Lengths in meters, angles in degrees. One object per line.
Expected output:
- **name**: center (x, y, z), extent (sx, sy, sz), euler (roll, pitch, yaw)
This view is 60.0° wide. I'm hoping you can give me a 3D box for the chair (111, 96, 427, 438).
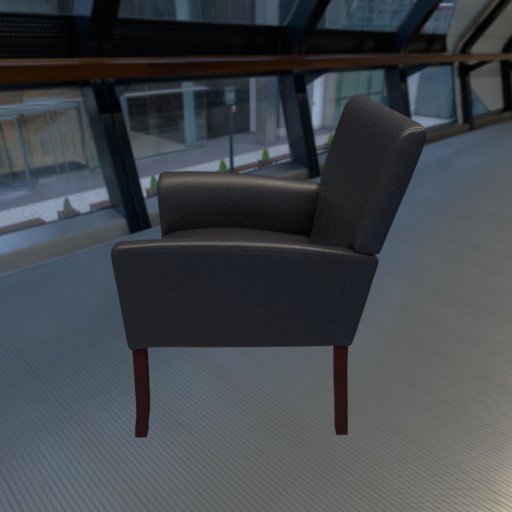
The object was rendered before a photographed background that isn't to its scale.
- **chair**: center (0.000, 0.000, 1.478), extent (0.772, 0.951, 0.683), euler (0, 26, -1)
